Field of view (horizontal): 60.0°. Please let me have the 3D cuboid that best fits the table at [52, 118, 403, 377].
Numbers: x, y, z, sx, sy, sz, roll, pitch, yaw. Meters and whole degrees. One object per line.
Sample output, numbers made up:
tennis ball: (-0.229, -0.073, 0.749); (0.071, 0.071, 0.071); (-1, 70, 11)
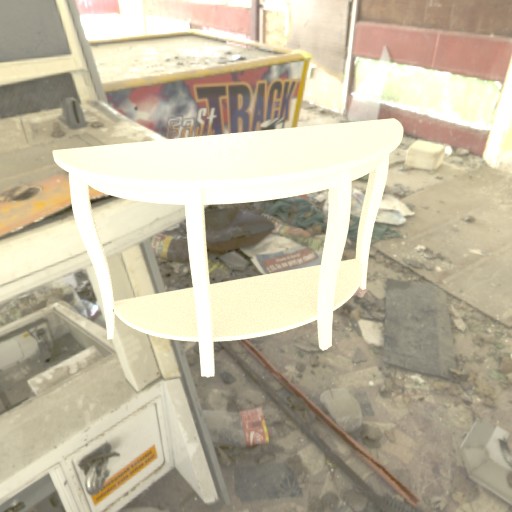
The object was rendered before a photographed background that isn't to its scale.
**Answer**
table: (0.000, 0.000, 1.600); (1.219, 0.780, 0.394); (-9, 34, -14)
